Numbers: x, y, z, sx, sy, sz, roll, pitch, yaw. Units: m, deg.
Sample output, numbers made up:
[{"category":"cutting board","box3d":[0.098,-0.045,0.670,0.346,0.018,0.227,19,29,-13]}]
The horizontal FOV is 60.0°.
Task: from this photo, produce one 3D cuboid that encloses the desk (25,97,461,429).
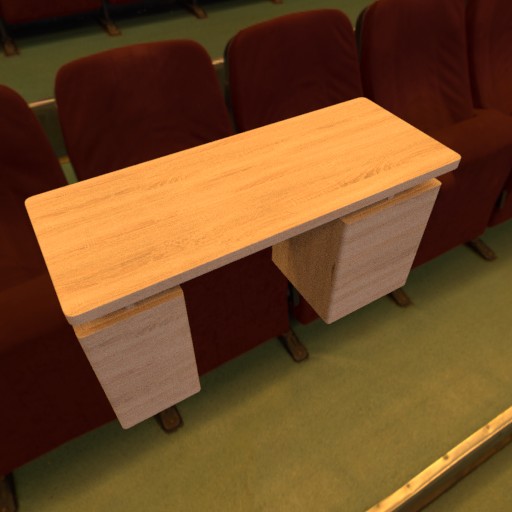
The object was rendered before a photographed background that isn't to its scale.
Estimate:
[{"category":"desk","box3d":[0.000,0.000,1.766,1.400,0.760,0.550,-23,50,-21]}]
